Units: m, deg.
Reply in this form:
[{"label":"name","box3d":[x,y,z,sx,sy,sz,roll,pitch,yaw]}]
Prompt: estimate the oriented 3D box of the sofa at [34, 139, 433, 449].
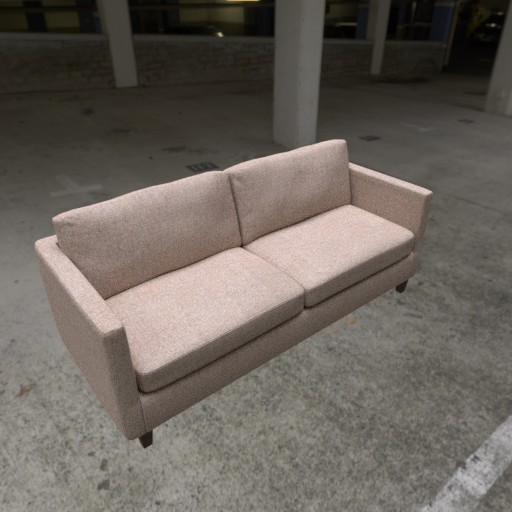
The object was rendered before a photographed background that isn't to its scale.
[{"label":"sofa","box3d":[0.000,0.000,2.672,2.208,0.965,0.951,-22,38,-32]}]
